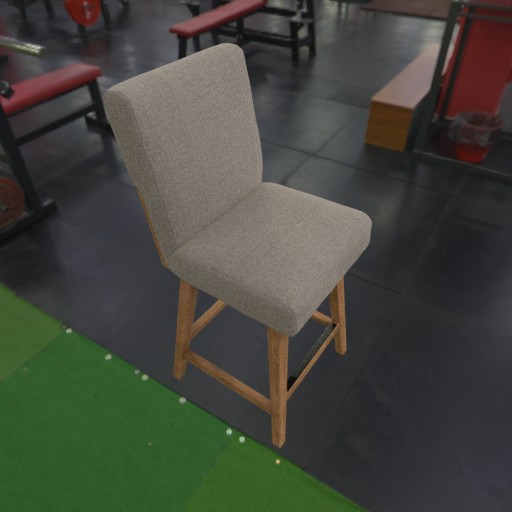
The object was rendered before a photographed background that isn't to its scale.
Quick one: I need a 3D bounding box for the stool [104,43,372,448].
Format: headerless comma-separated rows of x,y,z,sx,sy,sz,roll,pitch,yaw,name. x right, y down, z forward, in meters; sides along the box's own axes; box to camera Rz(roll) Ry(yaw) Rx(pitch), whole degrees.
0.000,0.000,1.299,0.526,1.010,0.459,25,47,26,stool
